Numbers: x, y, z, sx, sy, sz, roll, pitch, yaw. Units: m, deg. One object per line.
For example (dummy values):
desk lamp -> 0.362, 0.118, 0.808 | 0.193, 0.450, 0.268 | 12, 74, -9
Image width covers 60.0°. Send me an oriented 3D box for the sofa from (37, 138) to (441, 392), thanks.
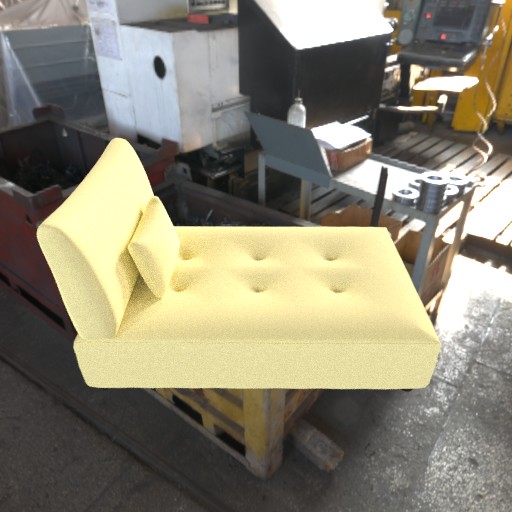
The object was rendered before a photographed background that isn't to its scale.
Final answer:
sofa -> 0.000, 0.000, 2.020 | 1.450, 0.820, 0.930 | 0, 34, 0
